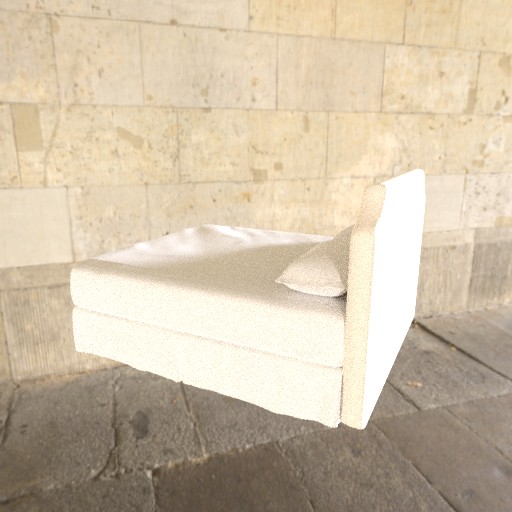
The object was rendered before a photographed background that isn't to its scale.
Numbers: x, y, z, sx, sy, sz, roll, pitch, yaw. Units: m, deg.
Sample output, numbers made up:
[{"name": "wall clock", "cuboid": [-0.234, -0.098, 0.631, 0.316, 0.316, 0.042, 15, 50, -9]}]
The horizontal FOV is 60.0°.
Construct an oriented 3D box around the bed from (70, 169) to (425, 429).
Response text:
[{"name": "bed", "cuboid": [0.000, 0.000, 3.983, 2.548, 1.524, 2.134, 7, 17, 26]}]
